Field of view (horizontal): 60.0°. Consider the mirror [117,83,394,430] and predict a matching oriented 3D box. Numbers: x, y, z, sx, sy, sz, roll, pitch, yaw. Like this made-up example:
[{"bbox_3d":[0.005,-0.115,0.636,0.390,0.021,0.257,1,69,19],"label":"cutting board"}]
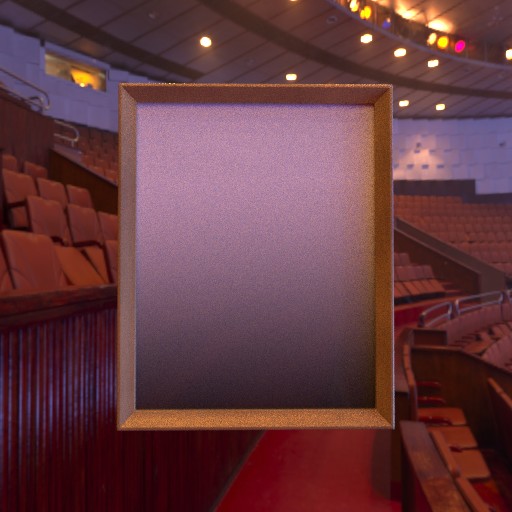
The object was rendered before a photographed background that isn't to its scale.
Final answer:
[{"bbox_3d":[0.000,0.000,0.671,0.406,0.509,0.041,0,-1,-1],"label":"mirror"}]
